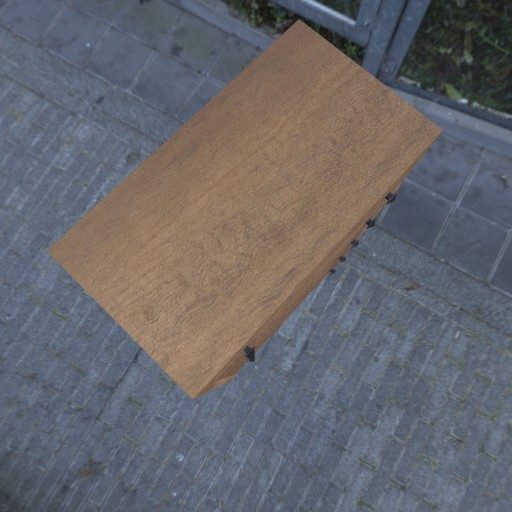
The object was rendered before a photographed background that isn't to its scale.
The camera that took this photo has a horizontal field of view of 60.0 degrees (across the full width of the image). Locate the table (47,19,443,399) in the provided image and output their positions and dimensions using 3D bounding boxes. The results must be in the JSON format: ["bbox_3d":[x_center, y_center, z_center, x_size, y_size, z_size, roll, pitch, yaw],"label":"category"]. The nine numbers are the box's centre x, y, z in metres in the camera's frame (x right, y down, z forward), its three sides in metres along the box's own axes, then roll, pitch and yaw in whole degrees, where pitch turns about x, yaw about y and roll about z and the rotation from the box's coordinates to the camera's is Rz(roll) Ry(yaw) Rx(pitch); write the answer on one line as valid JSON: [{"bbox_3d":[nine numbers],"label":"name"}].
[{"bbox_3d":[0.000,0.000,1.718,0.524,1.294,0.901,42,80,10],"label":"table"}]
